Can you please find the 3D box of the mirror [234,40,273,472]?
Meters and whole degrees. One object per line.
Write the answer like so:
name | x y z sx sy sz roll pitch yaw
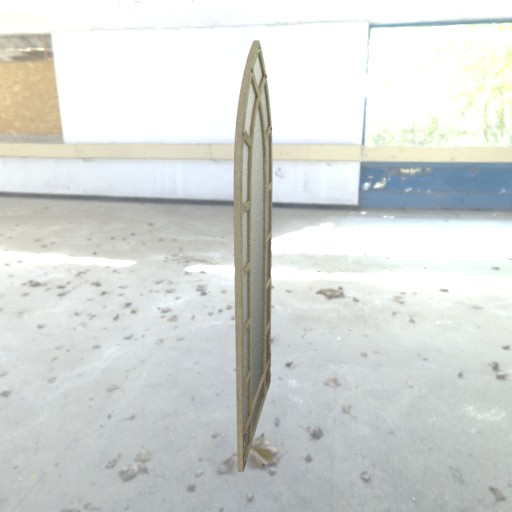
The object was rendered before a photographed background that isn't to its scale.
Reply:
mirror | 0.000 0.000 1.329 0.025 1.175 0.464 4 18 11
